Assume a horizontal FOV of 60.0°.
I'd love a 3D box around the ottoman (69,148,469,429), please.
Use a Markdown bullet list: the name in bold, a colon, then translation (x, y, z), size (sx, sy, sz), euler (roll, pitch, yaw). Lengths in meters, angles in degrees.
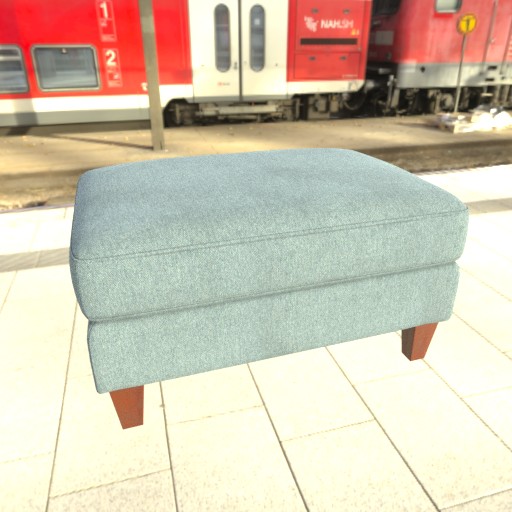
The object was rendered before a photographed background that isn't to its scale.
- **ottoman**: translation (0.000, 0.000, 1.174), size (0.864, 0.483, 0.584), euler (-8, 27, -16)
